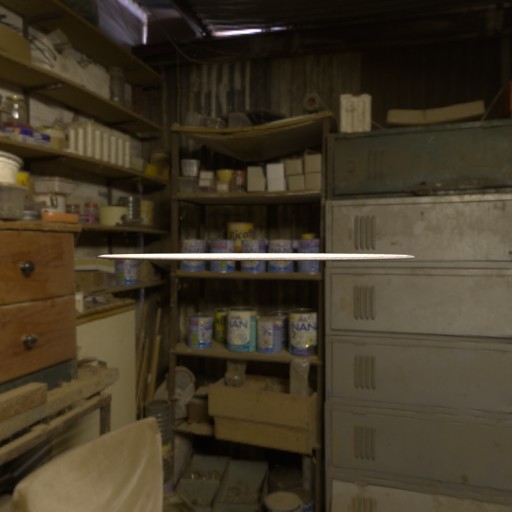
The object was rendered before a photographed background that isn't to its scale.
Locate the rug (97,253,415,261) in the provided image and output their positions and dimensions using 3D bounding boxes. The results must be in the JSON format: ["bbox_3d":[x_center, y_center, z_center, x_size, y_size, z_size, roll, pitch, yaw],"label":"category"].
[{"bbox_3d":[0.000,0.000,2.363,1.593,0.012,1.593,0,1,0],"label":"rug"}]
